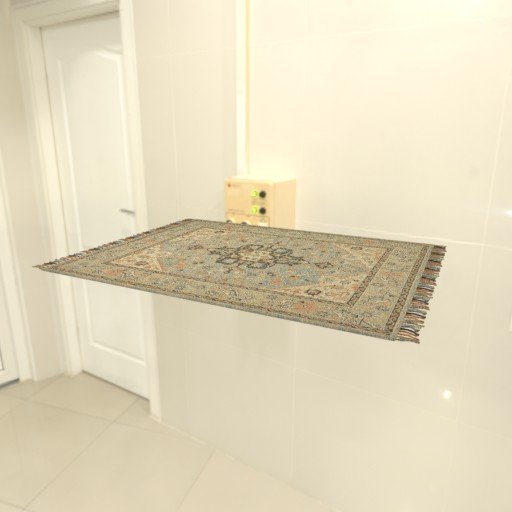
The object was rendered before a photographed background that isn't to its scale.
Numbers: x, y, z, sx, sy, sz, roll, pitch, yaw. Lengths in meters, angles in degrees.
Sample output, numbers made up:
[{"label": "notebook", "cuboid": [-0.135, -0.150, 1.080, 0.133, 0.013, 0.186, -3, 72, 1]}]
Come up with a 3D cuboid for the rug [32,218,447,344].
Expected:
[{"label": "rug", "cuboid": [0.000, 0.000, 2.257, 1.730, 0.009, 1.278, 8, 18, 25]}]
